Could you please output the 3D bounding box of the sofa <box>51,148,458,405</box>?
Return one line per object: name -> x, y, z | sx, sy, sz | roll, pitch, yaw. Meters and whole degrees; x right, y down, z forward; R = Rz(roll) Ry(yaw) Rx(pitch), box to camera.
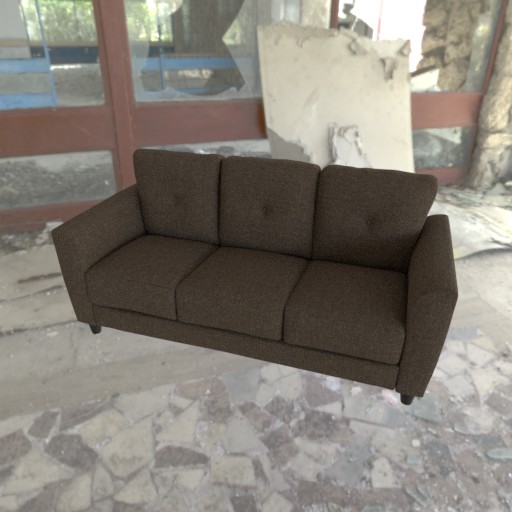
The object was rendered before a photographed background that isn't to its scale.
sofa -> 0.000, 0.000, 2.304 | 1.847, 0.891, 0.837 | 9, 28, 16
